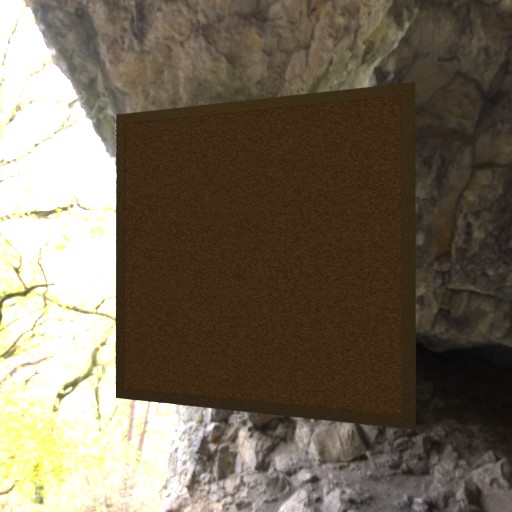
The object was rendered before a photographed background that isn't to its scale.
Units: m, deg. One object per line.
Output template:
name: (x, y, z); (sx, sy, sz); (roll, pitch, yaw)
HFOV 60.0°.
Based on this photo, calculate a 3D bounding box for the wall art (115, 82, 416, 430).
wall art: (0.000, 0.000, 0.450); (0.304, 0.305, 0.038); (0, 0, 17)
